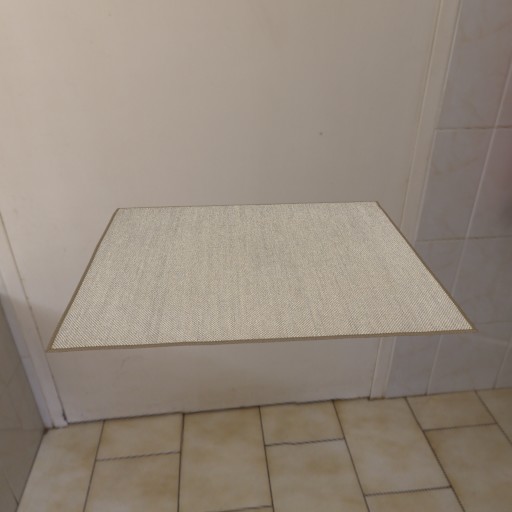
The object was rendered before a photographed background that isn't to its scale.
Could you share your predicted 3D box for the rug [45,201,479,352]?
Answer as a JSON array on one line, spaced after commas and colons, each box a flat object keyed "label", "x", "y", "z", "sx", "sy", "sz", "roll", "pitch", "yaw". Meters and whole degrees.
[{"label": "rug", "x": 0.000, "y": 0.000, "z": 4.101, "sx": 3.041, "sy": 0.020, "sz": 2.413, "roll": -2, "pitch": 30, "yaw": -3}]
